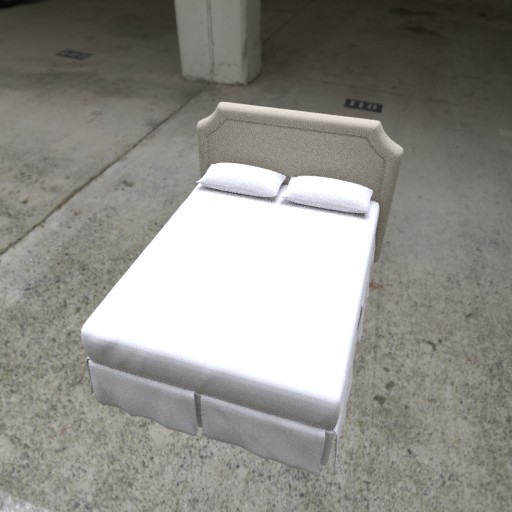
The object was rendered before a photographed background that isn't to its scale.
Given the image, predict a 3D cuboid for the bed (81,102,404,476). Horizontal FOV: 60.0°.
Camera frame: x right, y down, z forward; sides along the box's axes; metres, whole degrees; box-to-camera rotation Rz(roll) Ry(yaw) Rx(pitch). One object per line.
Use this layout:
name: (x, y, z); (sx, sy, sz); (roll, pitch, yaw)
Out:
bed: (0.000, 0.000, 3.071); (1.693, 1.290, 2.116); (12, 41, 14)
